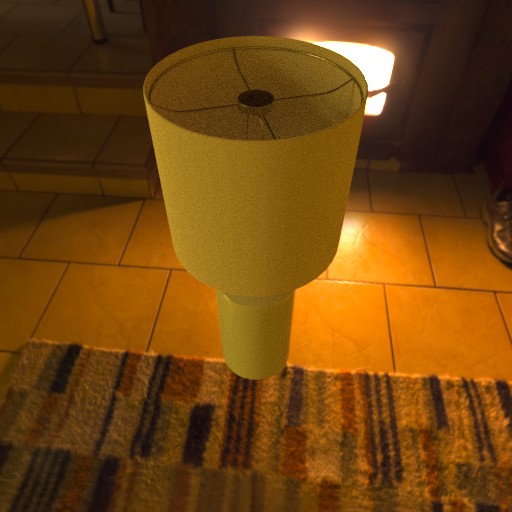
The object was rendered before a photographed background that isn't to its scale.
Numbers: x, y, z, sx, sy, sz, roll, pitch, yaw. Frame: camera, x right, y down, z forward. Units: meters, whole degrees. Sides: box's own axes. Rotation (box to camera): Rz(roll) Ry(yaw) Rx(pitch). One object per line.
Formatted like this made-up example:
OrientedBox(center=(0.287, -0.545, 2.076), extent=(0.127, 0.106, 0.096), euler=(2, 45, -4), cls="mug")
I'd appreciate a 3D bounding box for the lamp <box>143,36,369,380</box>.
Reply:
OrientedBox(center=(0.000, 0.000, 0.602), extent=(0.212, 0.493, 0.212), euler=(-11, 48, -10), cls="lamp")
